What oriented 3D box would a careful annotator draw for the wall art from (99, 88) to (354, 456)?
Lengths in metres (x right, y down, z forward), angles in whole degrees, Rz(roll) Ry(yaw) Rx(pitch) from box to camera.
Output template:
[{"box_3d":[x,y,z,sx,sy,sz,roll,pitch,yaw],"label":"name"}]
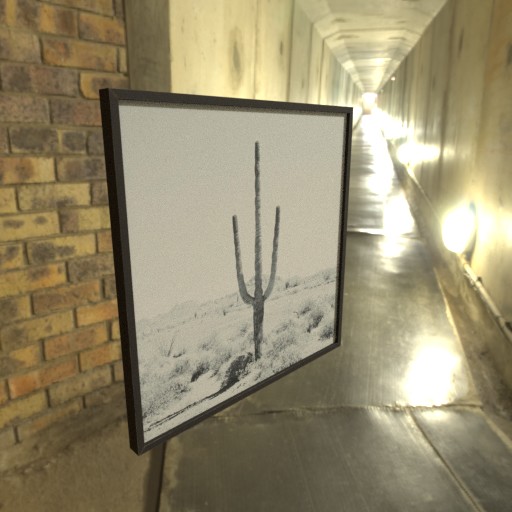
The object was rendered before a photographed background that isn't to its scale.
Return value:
[{"box_3d":[0.000,0.000,1.147,0.762,0.762,0.038,-14,21,-43],"label":"wall art"}]
